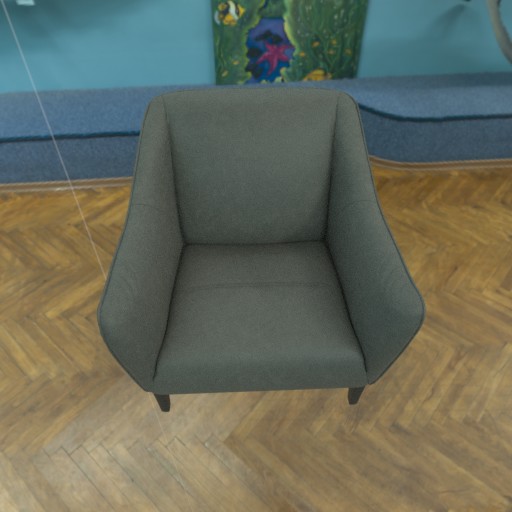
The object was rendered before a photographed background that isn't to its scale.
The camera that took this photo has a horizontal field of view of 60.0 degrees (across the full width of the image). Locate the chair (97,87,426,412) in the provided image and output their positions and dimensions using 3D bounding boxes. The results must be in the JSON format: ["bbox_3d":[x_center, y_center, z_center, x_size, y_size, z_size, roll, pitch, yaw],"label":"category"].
[{"bbox_3d":[0.000,0.000,1.546,0.871,0.830,0.852,-2,46,-2],"label":"chair"}]
